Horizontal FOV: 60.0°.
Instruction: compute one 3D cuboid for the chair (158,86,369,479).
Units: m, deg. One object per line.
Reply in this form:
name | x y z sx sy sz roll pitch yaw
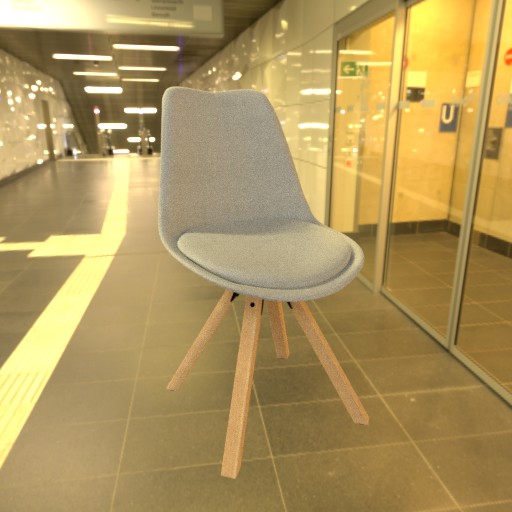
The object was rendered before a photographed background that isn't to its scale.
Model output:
chair | 0.000 0.000 1.171 0.474 0.863 0.549 -9 19 -27
